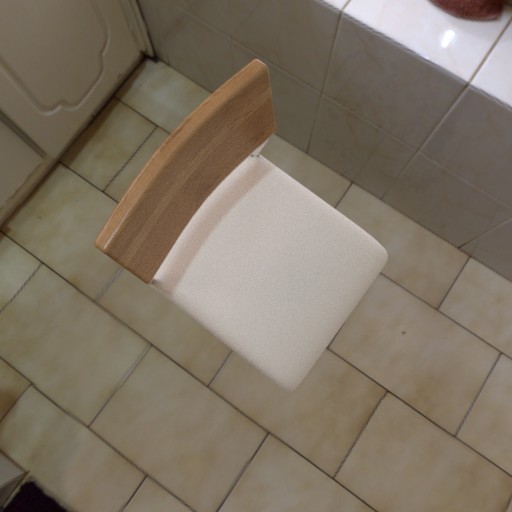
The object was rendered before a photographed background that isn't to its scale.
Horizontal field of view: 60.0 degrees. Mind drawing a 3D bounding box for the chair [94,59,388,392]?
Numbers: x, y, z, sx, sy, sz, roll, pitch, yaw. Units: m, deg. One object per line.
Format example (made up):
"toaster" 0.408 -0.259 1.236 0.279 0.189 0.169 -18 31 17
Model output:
"chair" 0.000 0.000 1.189 0.585 0.844 0.467 37 80 8
